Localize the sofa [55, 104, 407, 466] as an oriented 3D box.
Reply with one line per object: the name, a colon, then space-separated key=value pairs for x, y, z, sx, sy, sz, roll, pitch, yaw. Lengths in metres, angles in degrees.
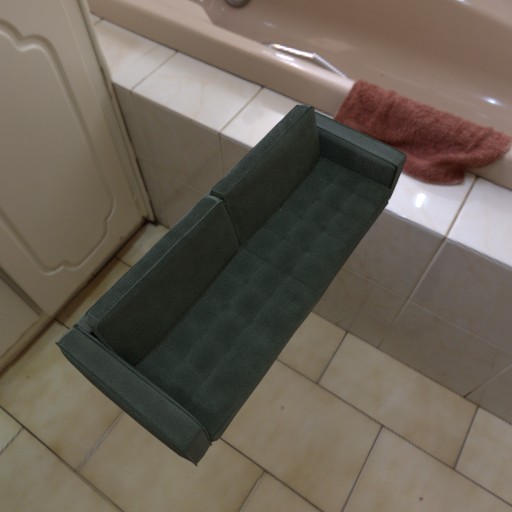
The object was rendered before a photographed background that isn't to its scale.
sofa: x=0.000 y=0.000 z=2.656 sx=0.886 sy=0.781 sz=2.214 roll=31 pitch=63 yaw=18
